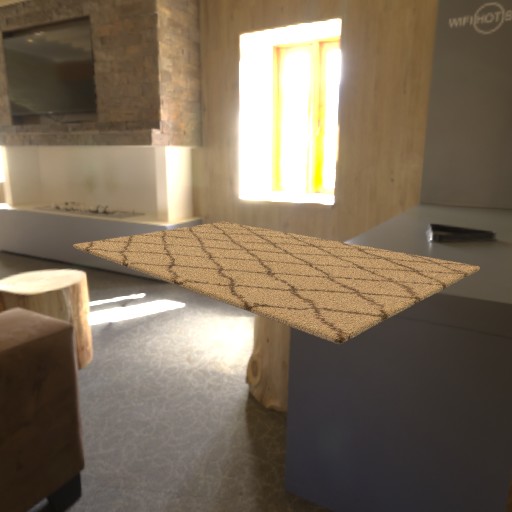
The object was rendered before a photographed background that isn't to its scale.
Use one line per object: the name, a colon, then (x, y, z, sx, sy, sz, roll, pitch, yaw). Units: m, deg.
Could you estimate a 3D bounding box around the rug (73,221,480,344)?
rug: (0.000, 0.000, 3.071, 2.438, 0.030, 1.524, 13, 19, 43)
